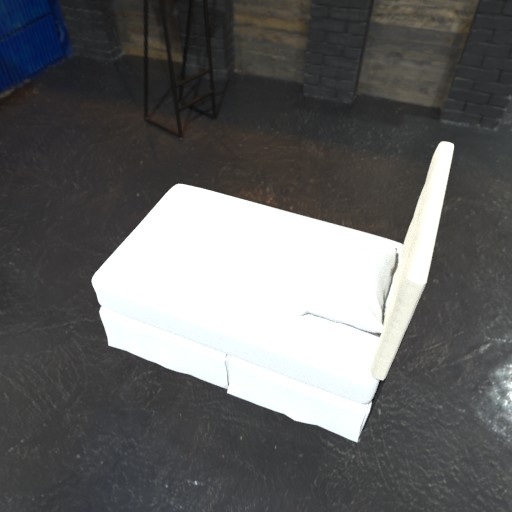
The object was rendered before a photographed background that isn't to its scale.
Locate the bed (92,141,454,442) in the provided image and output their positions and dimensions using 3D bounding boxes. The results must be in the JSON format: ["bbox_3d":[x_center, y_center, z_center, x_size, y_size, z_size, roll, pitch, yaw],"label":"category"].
[{"bbox_3d":[0.000,0.000,2.973,1.997,1.571,1.261,17,49,16],"label":"bed"}]
